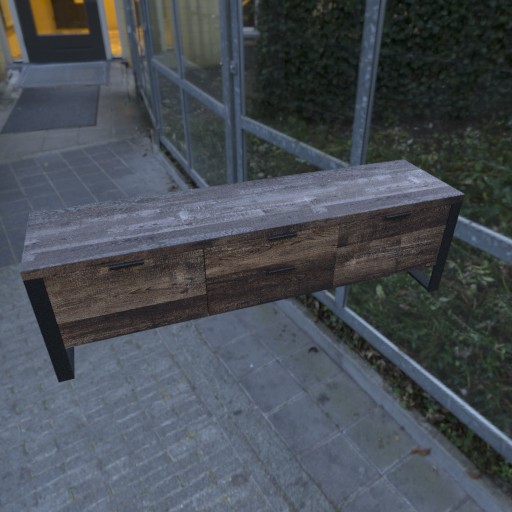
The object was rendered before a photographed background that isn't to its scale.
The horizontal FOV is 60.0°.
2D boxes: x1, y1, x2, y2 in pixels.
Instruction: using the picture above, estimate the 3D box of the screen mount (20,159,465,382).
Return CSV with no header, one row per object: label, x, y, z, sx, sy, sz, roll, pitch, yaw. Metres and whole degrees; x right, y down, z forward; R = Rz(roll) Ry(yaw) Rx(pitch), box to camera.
screen mount,0.000,0.000,1.714,1.524,0.450,0.395,-11,34,-16
